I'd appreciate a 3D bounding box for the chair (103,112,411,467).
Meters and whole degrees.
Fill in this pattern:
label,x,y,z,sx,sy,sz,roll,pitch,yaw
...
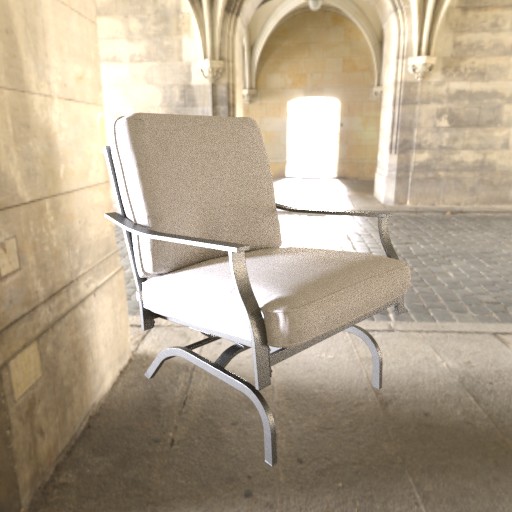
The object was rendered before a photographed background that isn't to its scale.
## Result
label,x,y,z,sx,sy,sz,roll,pitch,yaw
chair,0.000,0.000,1.385,0.650,0.860,0.787,-14,20,-42
